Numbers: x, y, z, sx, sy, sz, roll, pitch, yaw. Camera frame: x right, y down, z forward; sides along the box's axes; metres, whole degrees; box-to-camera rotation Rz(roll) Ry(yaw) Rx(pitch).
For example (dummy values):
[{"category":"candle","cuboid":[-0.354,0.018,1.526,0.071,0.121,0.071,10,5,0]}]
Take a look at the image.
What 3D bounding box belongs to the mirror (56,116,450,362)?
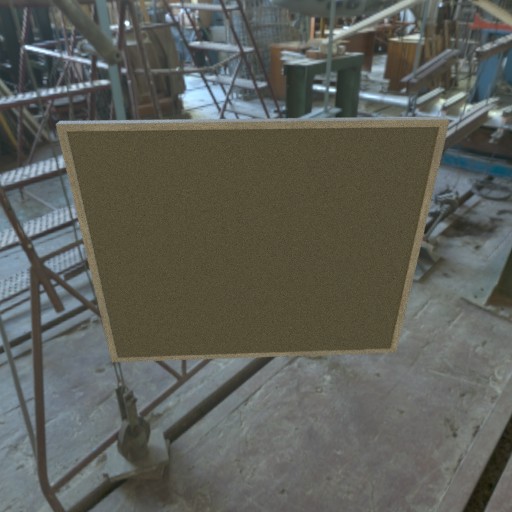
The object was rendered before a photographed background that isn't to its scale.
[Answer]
[{"category":"mirror","cuboid":[0.000,0.000,1.133,0.839,0.689,0.028,-2,32,-2]}]
